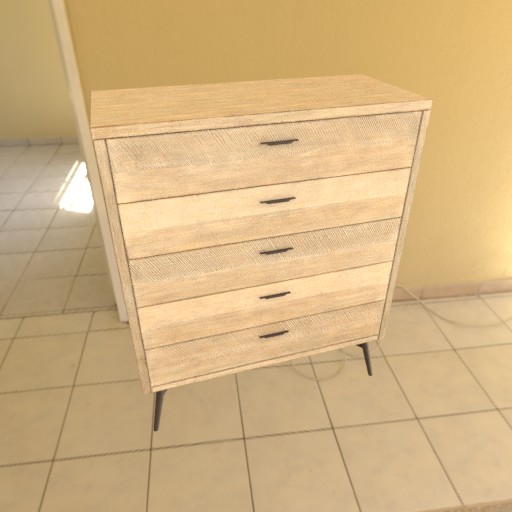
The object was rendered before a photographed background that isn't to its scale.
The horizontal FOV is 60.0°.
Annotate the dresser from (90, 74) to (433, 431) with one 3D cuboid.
[{"bbox_3d":[0.000,0.000,1.748,1.016,1.219,0.457,-10,33,-15],"label":"dresser"}]
